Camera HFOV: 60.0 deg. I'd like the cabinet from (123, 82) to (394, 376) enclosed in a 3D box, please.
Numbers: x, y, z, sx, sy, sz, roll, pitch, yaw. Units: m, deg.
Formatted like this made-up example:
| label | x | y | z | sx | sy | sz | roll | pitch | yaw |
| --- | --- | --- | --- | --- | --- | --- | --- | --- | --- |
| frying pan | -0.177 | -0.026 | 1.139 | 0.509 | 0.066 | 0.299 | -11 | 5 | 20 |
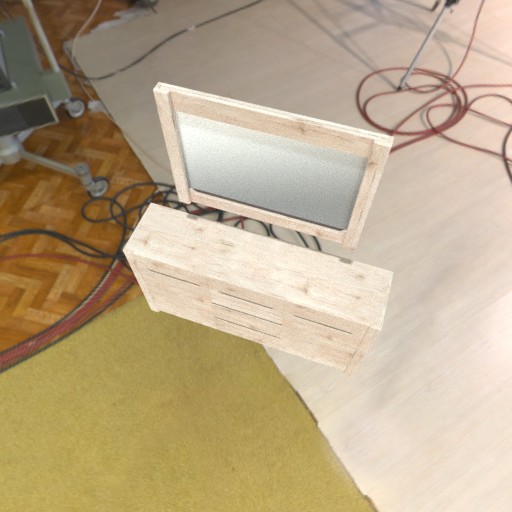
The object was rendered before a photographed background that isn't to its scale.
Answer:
| label | x | y | z | sx | sy | sz | roll | pitch | yaw |
| --- | --- | --- | --- | --- | --- | --- | --- | --- | --- |
| cabinet | 0.000 | 0.000 | 2.796 | 1.700 | 1.981 | 0.420 | 16 | 60 | 10 |
